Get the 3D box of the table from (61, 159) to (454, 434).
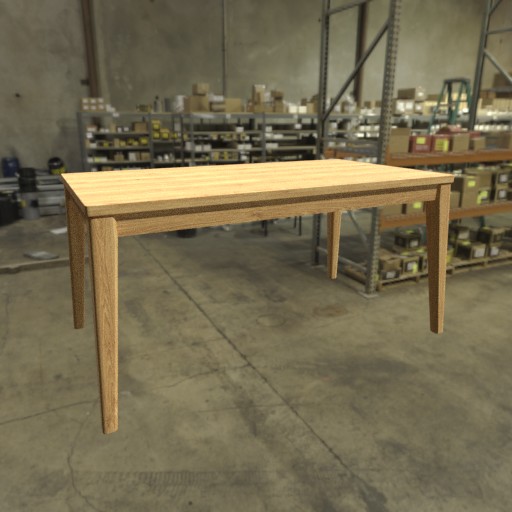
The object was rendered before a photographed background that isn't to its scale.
[{"bbox_3d":[0.000,0.000,2.083,1.600,0.760,0.900,-9,20,-26],"label":"table"}]
